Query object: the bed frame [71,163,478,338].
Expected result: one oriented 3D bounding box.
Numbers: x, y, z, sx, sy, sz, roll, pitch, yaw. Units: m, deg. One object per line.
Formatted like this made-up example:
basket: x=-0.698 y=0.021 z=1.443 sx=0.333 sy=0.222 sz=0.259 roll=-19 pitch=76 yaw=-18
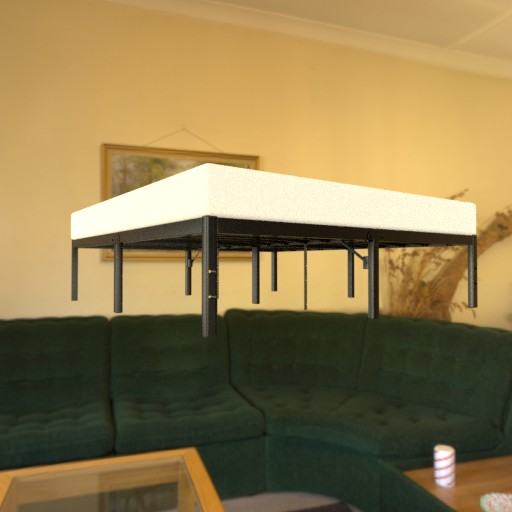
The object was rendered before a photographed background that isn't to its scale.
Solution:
bed frame: x=0.000 y=0.000 z=3.061 sx=1.963 sy=0.659 sz=2.079 roll=1 pitch=-1 yaw=-36
